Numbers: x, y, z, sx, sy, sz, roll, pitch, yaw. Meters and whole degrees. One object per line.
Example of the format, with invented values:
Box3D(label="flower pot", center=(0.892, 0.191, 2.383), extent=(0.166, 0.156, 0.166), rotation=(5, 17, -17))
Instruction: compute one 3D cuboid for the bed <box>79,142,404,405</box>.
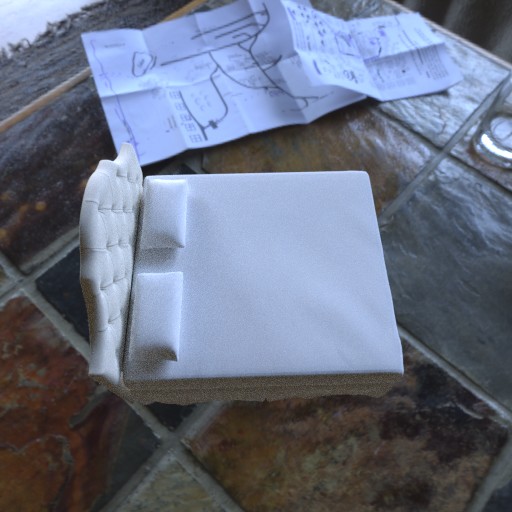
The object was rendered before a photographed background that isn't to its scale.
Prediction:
Box3D(label="bed", center=(0.000, 0.000, 3.542), extent=(2.214, 1.615, 2.008), rotation=(-1, 63, -1))
